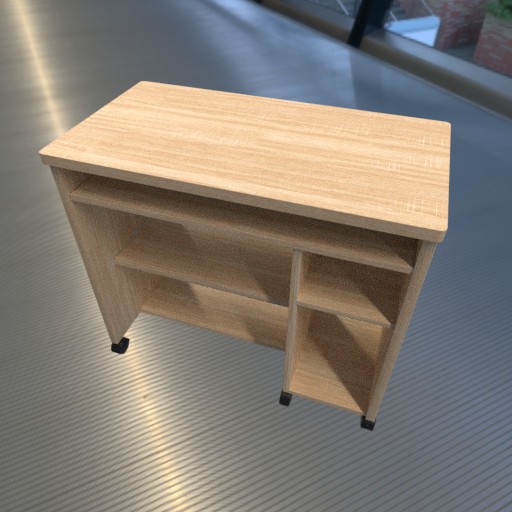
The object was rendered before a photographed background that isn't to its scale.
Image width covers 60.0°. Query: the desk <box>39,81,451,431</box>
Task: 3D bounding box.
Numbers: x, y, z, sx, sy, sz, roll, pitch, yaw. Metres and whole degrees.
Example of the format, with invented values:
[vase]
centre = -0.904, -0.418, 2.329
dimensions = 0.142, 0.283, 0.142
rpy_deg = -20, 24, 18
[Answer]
[desk]
centre = 0.000, 0.000, 1.319
dimensions = 0.884, 0.770, 0.480
rpy_deg = 13, 43, 14
